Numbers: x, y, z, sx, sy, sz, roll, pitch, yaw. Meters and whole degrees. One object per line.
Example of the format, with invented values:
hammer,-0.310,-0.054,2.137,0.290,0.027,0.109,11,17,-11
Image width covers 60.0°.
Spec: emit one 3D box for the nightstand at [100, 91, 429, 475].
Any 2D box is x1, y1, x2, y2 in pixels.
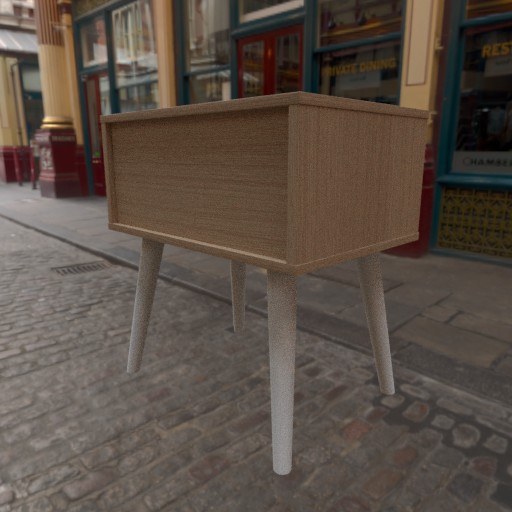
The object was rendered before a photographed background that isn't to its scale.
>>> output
nightstand,0.000,0.000,0.993,0.407,0.610,0.571,-13,18,-43
